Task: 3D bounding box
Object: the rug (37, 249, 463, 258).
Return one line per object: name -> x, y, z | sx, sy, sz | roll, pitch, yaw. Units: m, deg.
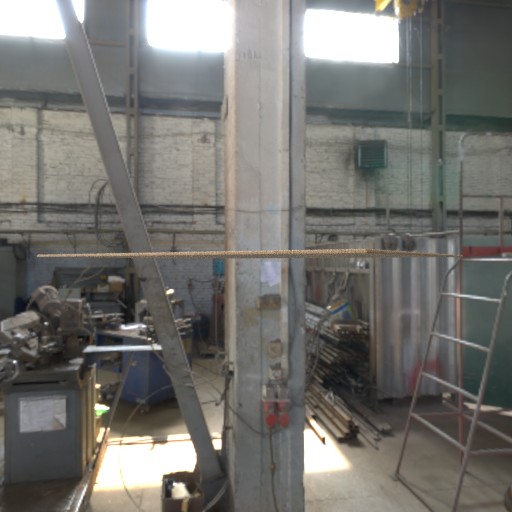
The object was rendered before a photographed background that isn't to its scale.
rug -> 0.000, 0.000, 4.034 | 3.039, 0.019, 2.420 | -1, -1, 35
